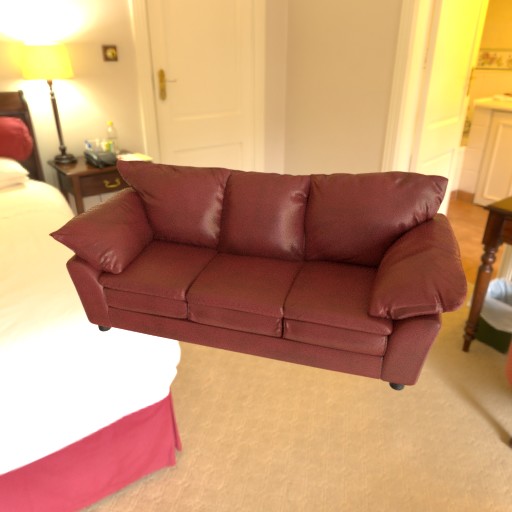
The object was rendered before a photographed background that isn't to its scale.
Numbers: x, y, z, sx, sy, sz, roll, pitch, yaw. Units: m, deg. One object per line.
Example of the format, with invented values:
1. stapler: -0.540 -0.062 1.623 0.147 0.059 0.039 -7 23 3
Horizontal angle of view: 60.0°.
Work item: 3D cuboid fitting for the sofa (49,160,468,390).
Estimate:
1. sofa: 0.000 0.000 2.836 2.390 1.091 0.907 8 27 15
